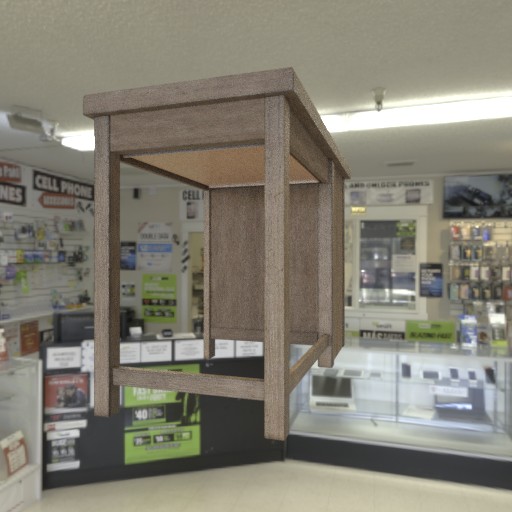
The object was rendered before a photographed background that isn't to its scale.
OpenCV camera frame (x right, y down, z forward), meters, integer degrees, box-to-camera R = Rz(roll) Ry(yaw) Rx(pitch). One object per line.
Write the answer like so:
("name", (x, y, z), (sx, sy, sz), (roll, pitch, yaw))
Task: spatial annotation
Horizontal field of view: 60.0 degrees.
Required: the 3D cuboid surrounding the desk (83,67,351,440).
("desk", (0.000, 0.000, 1.768), (0.610, 0.912, 1.289), (0, 0, 18))
